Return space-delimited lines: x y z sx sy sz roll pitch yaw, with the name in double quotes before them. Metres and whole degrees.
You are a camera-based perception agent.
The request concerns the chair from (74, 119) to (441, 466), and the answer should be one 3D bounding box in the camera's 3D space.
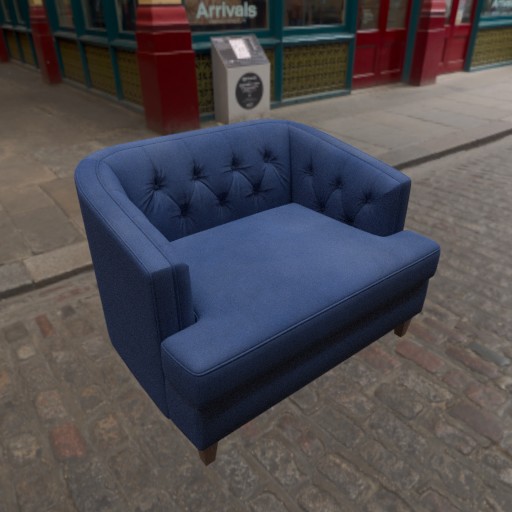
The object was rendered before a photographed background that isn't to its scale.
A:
"chair" 0.000 0.000 1.718 1.118 0.787 0.914 -21 36 -32
